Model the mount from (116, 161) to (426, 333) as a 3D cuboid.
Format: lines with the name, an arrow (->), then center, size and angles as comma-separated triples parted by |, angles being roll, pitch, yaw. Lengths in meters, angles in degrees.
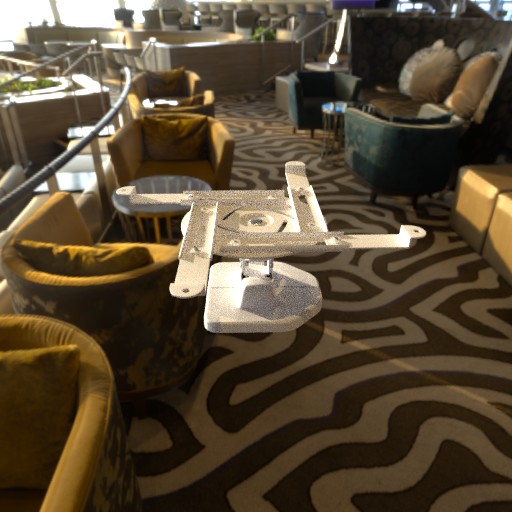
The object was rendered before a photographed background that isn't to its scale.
mount -> 0.000, 0.000, 0.610 | 0.394, 0.141, 0.394 | -1, 30, -1
